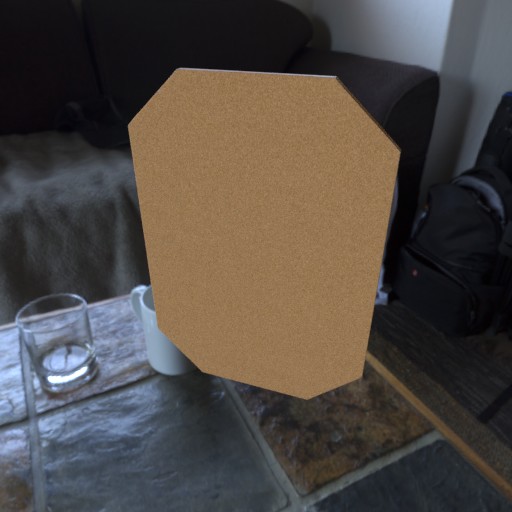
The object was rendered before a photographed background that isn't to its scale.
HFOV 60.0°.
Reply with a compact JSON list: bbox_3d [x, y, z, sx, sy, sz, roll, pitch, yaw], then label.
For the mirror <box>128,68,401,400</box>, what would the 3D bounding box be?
[{"bbox_3d":[0.000,0.000,1.305,0.709,1.015,0.061,10,32,16],"label":"mirror"}]
